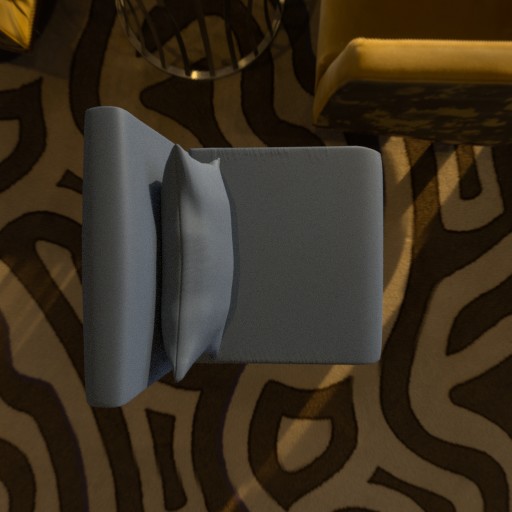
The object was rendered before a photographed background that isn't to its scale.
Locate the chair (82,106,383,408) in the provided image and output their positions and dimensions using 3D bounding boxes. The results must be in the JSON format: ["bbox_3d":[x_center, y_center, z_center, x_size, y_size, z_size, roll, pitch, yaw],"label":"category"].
[{"bbox_3d":[0.000,0.000,1.509,0.900,0.808,0.770,0,91,-1],"label":"chair"}]
